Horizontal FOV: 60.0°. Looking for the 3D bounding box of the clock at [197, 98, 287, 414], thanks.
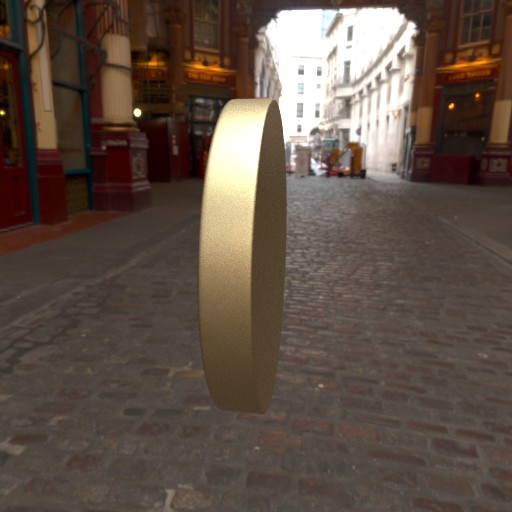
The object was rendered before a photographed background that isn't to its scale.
[{"bbox_3d":[0.000,0.000,0.469,0.040,0.314,0.314,2,14,8],"label":"clock"}]
